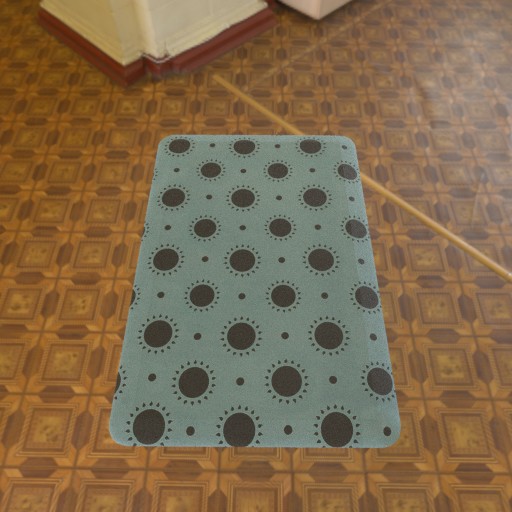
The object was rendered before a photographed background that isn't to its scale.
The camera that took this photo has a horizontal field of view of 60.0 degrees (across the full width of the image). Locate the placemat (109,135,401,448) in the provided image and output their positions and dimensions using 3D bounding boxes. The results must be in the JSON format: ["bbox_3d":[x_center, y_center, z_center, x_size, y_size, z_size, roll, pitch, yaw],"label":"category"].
[{"bbox_3d":[0.000,0.000,0.952,0.508,0.021,0.762,0,57,0],"label":"placemat"}]
